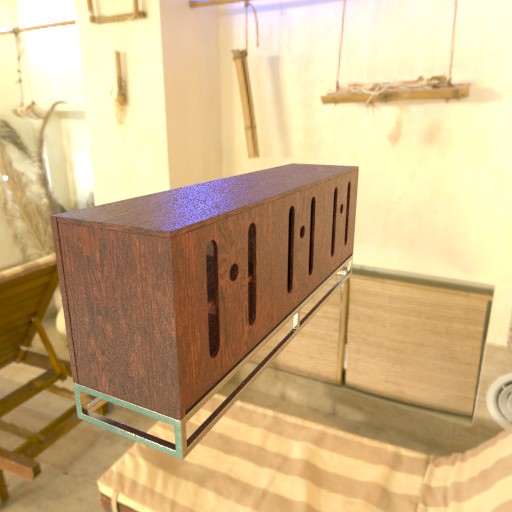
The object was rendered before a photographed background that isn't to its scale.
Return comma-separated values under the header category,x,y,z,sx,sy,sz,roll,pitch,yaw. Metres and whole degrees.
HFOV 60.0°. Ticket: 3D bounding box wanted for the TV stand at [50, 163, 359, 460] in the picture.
category,x,y,z,sx,sy,sz,roll,pitch,yaw
TV stand,0.000,0.000,1.743,0.382,0.578,1.541,8,19,26
